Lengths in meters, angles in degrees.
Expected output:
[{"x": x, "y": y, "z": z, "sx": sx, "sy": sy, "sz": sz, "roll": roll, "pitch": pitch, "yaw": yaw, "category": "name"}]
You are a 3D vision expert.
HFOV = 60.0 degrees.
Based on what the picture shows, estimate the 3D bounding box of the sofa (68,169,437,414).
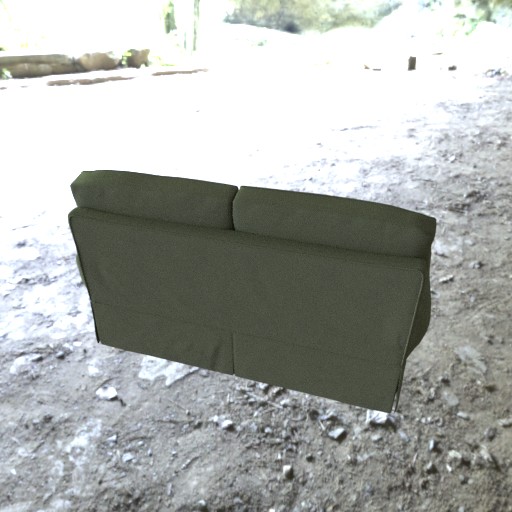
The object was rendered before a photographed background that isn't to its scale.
[{"x": 0.000, "y": 0.000, "z": 2.422, "sx": 1.823, "sy": 1.024, "sz": 0.841, "roll": 9, "pitch": 33, "yaw": 15, "category": "sofa"}]
